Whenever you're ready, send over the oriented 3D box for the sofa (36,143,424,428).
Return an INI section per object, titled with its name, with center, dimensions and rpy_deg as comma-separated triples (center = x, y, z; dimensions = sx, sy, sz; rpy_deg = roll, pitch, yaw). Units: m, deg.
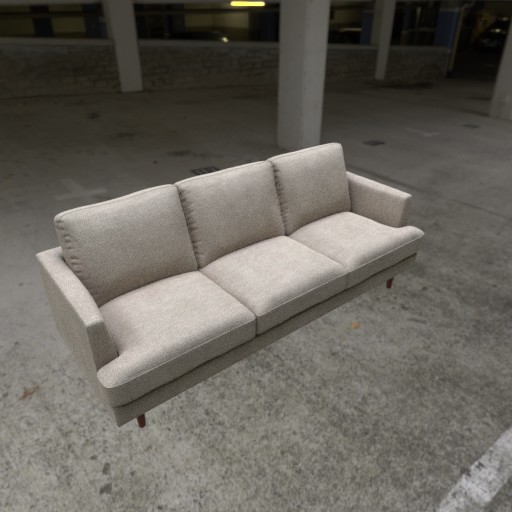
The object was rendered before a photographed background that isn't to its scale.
[sofa]
center = 0.000, 0.000, 2.688
dimensions = 2.246, 0.930, 0.903
rpy_deg = -22, 37, -32
